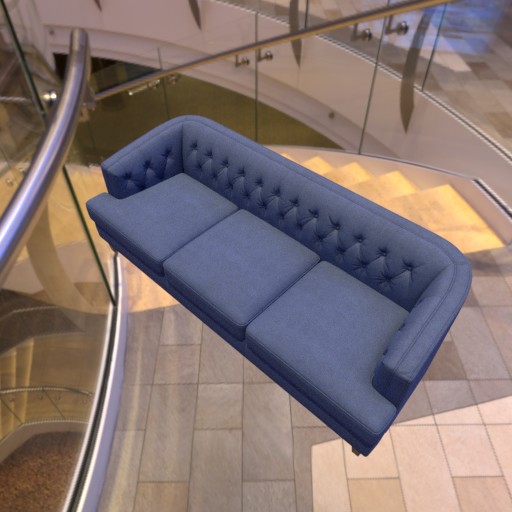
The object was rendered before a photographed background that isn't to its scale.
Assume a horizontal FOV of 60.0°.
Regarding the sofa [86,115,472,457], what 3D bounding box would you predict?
[{"bbox_3d":[0.000,0.000,2.627,2.235,0.787,0.914,34,55,28],"label":"sofa"}]
